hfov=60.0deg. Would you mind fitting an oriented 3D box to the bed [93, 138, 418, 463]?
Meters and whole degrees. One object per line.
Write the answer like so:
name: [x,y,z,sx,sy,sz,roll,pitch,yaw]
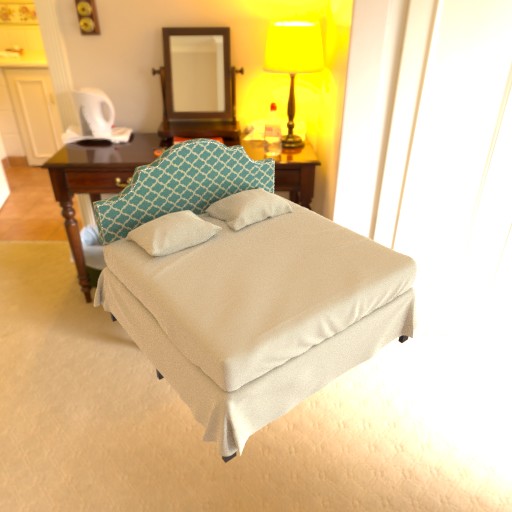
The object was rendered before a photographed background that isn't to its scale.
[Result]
bed: [0.000,0.000,3.837,2.314,1.601,2.222,-21,37,-32]
